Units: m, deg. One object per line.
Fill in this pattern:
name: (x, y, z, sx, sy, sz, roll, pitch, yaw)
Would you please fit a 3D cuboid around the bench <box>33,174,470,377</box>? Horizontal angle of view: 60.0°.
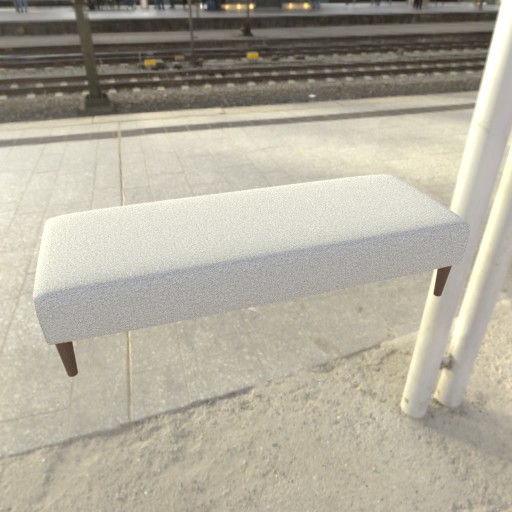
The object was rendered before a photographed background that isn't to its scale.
bench: (0.000, 0.000, 1.844, 1.598, 0.383, 0.631, -10, 33, -15)
